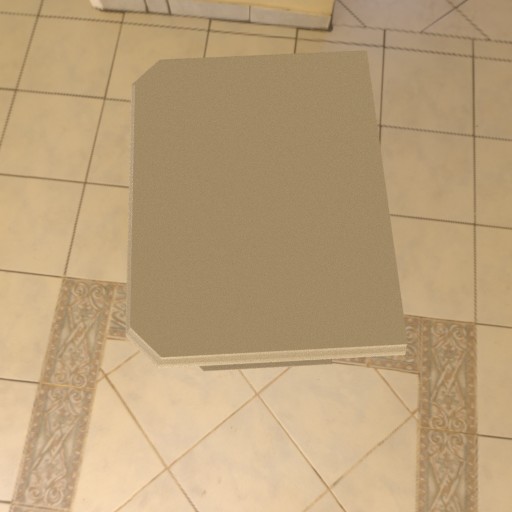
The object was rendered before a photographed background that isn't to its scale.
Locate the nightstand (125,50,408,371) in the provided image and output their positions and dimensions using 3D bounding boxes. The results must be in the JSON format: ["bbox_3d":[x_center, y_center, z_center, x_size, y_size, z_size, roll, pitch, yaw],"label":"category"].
[{"bbox_3d":[0.000,0.000,0.924,0.350,0.680,0.450,-3,75,-1],"label":"nightstand"}]
